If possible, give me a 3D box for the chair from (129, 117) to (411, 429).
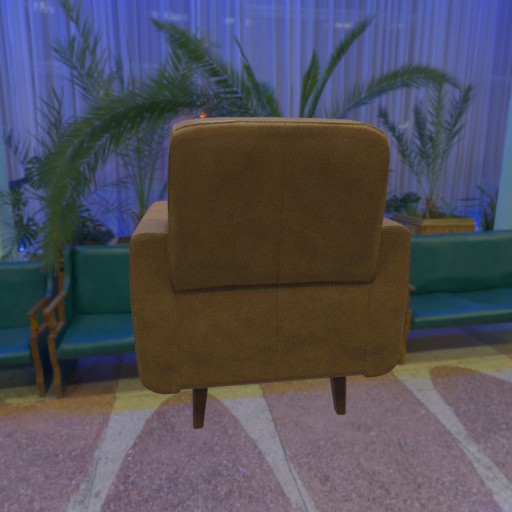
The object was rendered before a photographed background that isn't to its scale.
[{"bbox_3d":[0.000,0.000,1.683,0.845,0.968,0.942,-2,14,-9],"label":"chair"}]
